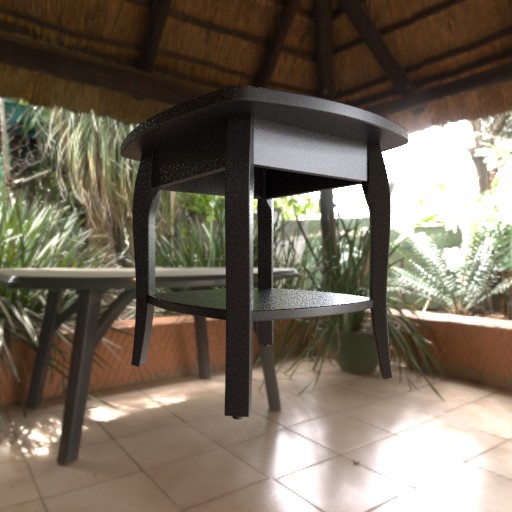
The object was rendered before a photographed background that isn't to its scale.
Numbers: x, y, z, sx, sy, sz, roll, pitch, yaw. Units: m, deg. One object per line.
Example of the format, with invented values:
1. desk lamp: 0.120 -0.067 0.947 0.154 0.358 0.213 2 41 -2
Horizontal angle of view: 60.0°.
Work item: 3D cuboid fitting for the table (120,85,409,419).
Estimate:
1. table: 0.000 0.000 0.876 0.457 0.457 0.508 0 0 -37
